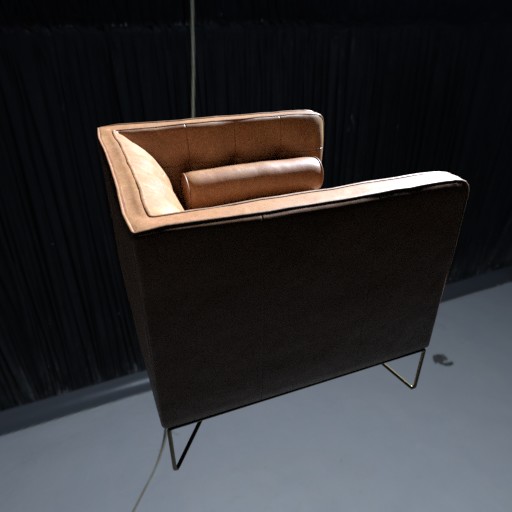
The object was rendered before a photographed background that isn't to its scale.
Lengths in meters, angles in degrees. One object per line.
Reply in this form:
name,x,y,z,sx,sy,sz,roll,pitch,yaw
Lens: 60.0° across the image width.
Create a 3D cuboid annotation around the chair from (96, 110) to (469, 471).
chair,0.000,0.000,1.585,0.912,0.797,0.920,-11,33,-18
